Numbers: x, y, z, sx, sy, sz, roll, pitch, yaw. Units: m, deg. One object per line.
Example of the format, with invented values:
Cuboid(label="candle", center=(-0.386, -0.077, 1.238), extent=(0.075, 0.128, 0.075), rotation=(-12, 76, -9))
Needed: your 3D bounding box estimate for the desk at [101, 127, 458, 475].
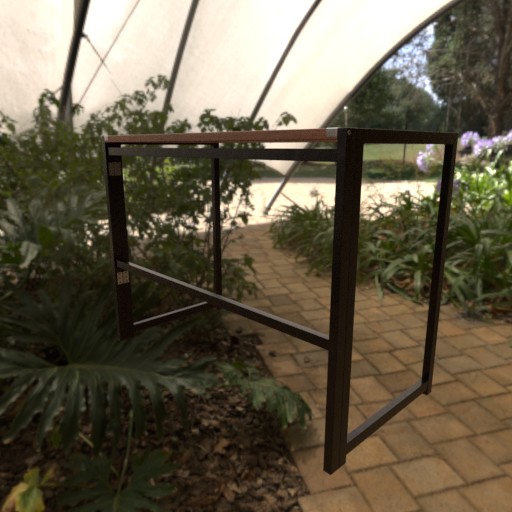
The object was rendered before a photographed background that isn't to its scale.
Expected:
Cuboid(label="desk", center=(0.000, 0.000, 1.441), extent=(0.508, 0.762, 1.016), rotation=(-13, 19, -42))
